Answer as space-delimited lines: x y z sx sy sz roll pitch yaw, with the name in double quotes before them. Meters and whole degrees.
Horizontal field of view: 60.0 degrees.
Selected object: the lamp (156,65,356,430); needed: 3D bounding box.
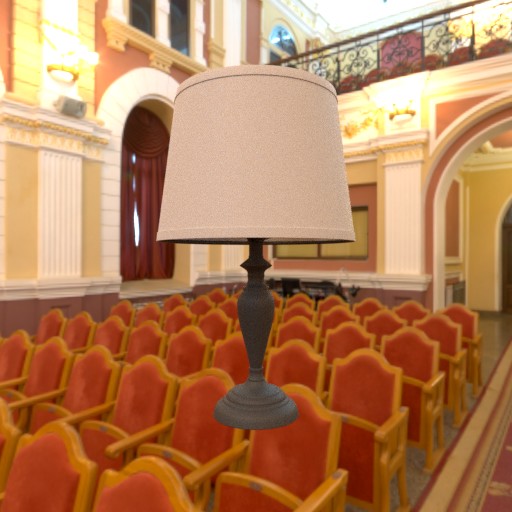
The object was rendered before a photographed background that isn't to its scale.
"lamp" 0.000 0.000 0.706 0.310 0.501 0.310 0 0 0
